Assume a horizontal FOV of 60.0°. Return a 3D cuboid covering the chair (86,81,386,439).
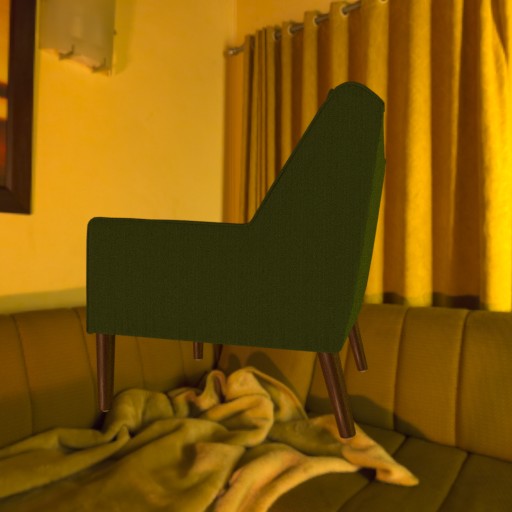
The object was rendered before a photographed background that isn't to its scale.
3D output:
[{"bbox_3d":[0.000,0.000,1.325,0.743,0.792,0.663,0,0,17],"label":"chair"}]
